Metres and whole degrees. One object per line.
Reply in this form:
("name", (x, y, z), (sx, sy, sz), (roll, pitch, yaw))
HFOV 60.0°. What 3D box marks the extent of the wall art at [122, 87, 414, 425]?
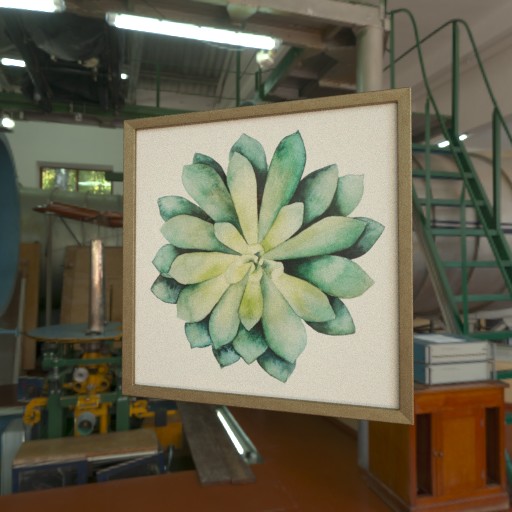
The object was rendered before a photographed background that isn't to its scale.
("wall art", (0.000, 0.000, 0.757), (0.503, 0.506, 0.040), (0, -1, 18))
